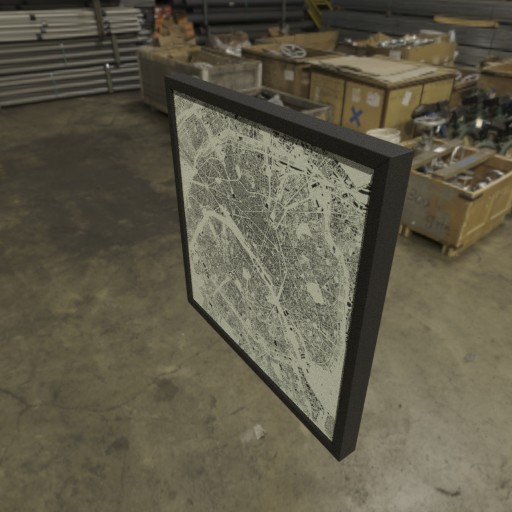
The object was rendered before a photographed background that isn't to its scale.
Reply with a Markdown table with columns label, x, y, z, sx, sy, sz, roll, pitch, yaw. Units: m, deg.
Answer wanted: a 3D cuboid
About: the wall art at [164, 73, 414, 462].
| label | x | y | z | sx | sy | sz | roll | pitch | yaw |
| --- | --- | --- | --- | --- | --- | --- | --- | --- | --- |
| wall art | 0.000 | 0.000 | 0.755 | 0.037 | 0.508 | 0.508 | -21 | 38 | -29 |
